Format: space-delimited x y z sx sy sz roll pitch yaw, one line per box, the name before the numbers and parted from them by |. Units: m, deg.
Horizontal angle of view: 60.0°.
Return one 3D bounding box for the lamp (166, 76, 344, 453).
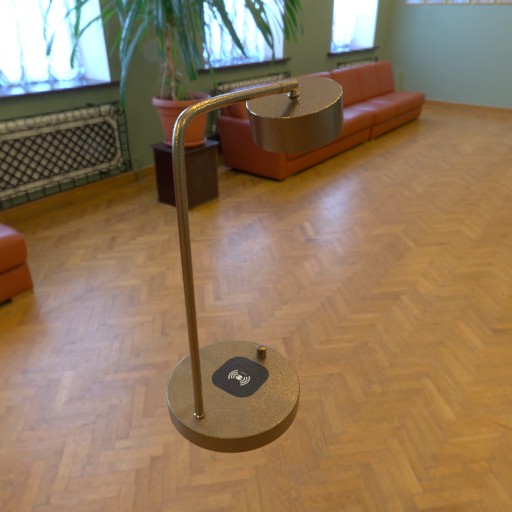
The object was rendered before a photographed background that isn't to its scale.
lamp | 0.000 0.000 0.528 0.171 0.380 0.270 19 34 31
